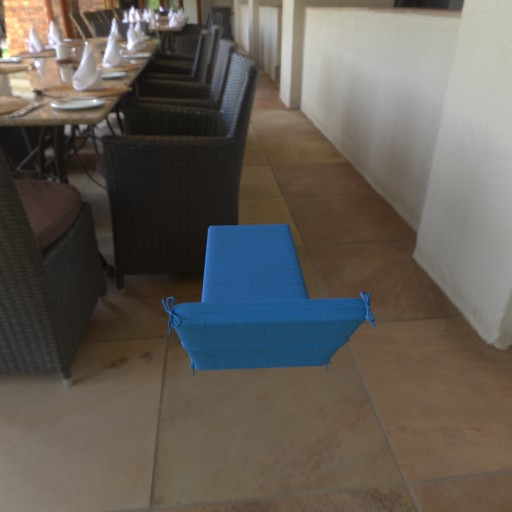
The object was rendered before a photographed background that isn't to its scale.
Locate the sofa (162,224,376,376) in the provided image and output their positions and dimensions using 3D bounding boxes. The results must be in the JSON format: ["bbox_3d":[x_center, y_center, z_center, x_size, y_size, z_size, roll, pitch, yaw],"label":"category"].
[{"bbox_3d":[0.000,0.000,1.987,0.582,0.622,1.663,-1,30,-3],"label":"sofa"}]
